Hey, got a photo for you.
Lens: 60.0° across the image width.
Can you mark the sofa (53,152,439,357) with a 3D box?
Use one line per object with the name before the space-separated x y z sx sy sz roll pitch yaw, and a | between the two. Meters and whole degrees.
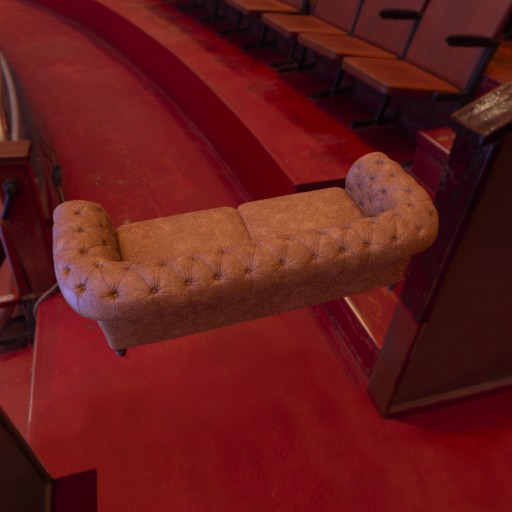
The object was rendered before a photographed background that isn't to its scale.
sofa | 0.000 0.000 2.871 2.365 0.760 0.989 -12 41 -14
